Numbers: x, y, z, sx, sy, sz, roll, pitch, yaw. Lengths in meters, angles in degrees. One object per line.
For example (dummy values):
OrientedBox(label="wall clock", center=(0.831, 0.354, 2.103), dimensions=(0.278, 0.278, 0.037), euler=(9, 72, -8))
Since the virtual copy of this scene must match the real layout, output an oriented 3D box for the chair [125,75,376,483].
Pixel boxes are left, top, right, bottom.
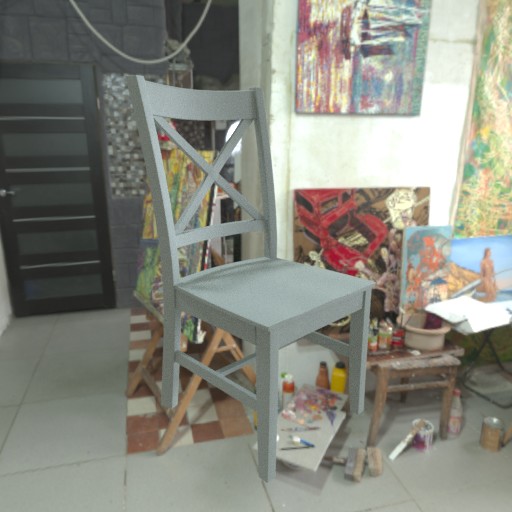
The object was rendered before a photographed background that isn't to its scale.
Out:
OrientedBox(label="chair", center=(0.000, 0.000, 1.293), dimensions=(0.485, 0.983, 0.542), euler=(-14, 21, -42))
